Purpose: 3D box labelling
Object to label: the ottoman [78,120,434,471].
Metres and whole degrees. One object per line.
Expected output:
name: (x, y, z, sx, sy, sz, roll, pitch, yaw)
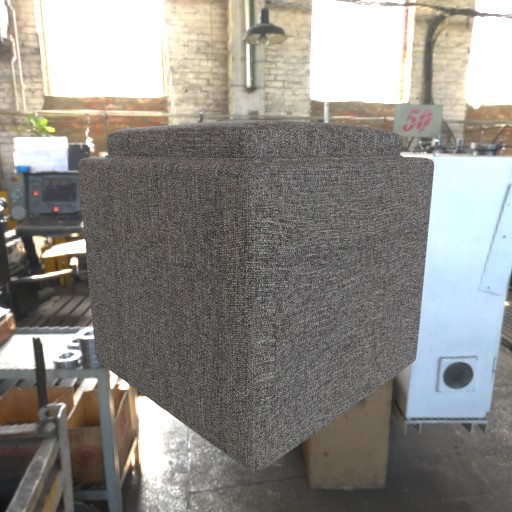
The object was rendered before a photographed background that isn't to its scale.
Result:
ottoman: (0.000, 0.000, 0.812, 0.450, 0.460, 0.450, -13, 19, -43)
